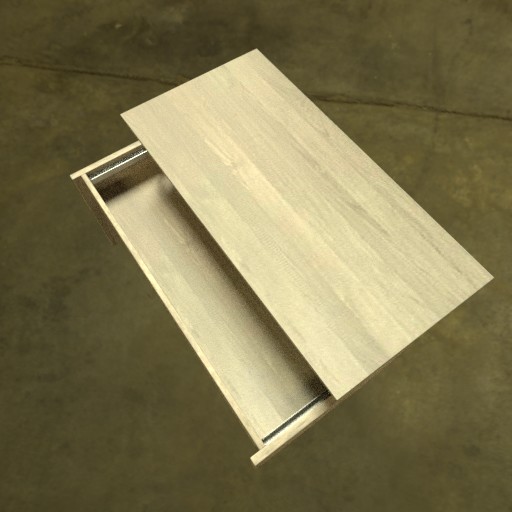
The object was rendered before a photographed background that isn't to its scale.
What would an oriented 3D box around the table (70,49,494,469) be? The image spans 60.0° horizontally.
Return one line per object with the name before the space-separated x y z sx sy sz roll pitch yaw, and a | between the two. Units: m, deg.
table | 0.000 0.000 1.422 0.712 0.570 1.000 -32 68 -15
